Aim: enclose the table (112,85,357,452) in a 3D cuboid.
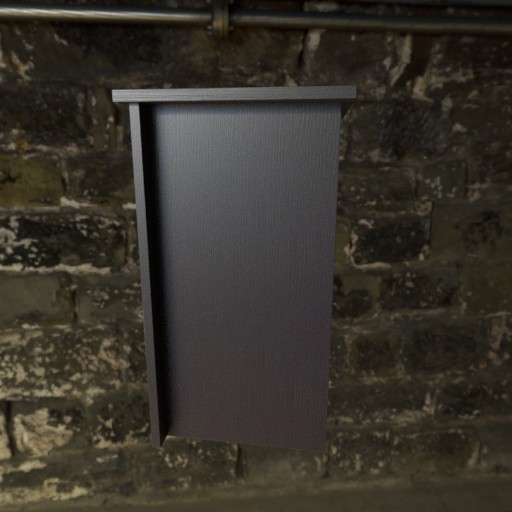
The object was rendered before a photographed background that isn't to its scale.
[{"bbox_3d":[0.000,0.000,1.086,0.408,0.711,0.589,2,15,9],"label":"table"}]
